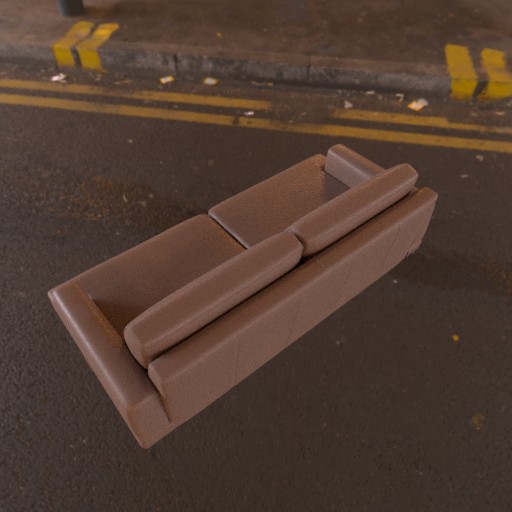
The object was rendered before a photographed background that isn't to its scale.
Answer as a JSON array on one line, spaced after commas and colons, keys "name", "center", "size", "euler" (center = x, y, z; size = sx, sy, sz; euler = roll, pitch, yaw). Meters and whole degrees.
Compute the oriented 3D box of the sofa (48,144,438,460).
[{"name": "sofa", "center": [0.000, 0.000, 2.362], "size": [1.940, 0.765, 0.974], "euler": [-31, 54, -26]}]
